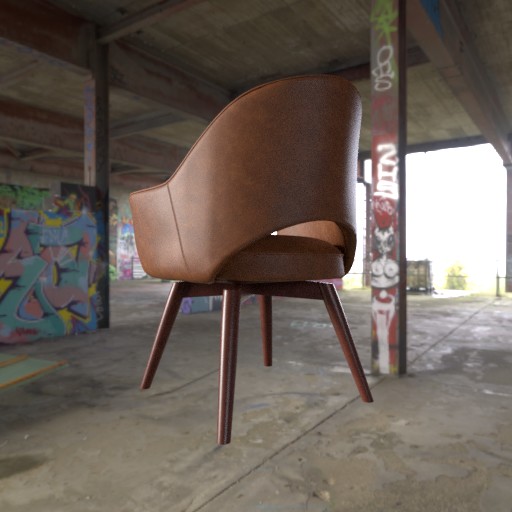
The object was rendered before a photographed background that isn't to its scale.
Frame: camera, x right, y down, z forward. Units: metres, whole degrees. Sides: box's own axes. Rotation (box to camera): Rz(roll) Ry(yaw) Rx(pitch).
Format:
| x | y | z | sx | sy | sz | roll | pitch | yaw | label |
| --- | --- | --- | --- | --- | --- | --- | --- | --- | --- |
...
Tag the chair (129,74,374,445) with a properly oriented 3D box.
| x | y | z | sx | sy | sz | roll | pitch | yaw | label |
| --- | --- | --- | --- | --- | --- | --- | --- | --- | --- |
| 0.000 | 0.000 | 1.219 | 0.591 | 0.777 | 0.640 | 0 | 1 | -35 | chair |
